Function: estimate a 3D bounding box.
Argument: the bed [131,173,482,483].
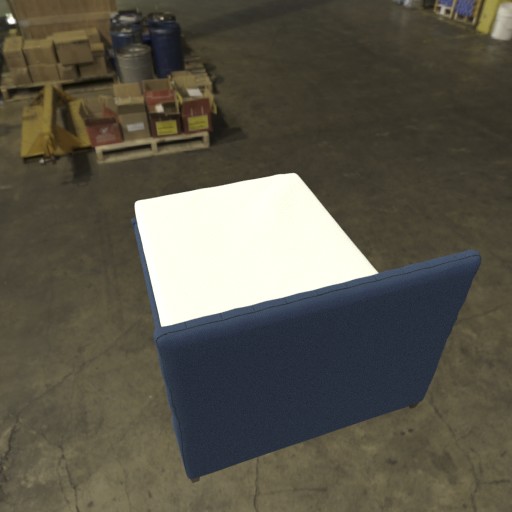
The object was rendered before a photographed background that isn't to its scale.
[{"bbox_3d":[0.000,0.000,3.365,1.706,1.427,2.387,-13,42,-14],"label":"bed"}]
